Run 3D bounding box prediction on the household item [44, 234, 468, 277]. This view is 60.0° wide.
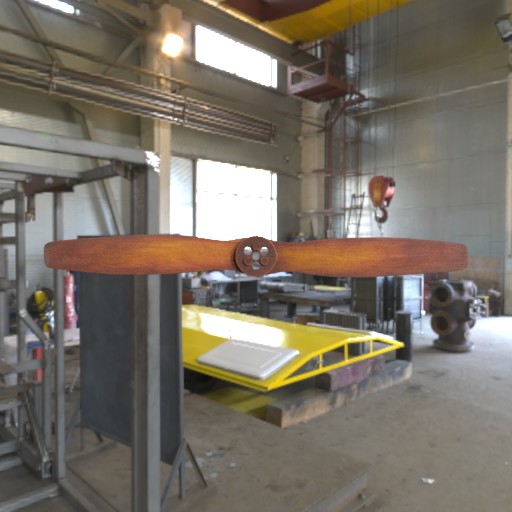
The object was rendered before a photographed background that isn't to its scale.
[{"bbox_3d":[0.000,0.000,1.234,1.181,0.121,0.051,0,2,0],"label":"household item"}]
